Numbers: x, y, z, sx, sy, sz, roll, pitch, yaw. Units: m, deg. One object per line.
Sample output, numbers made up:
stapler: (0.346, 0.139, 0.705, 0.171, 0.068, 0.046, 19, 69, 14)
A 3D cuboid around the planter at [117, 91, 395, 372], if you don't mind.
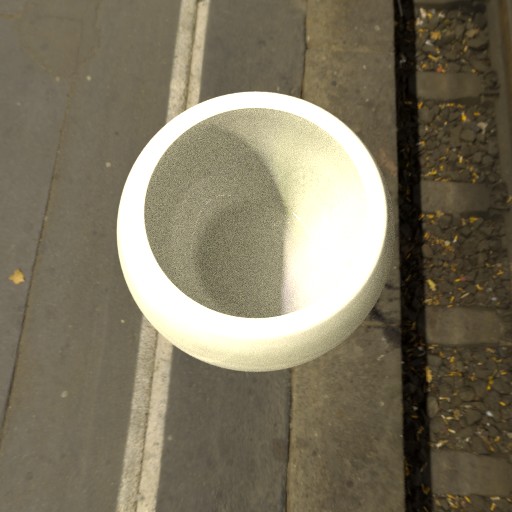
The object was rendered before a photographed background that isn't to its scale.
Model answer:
planter: (0.000, 0.000, 0.439, 0.222, 0.278, 0.222, 0, 76, 0)
